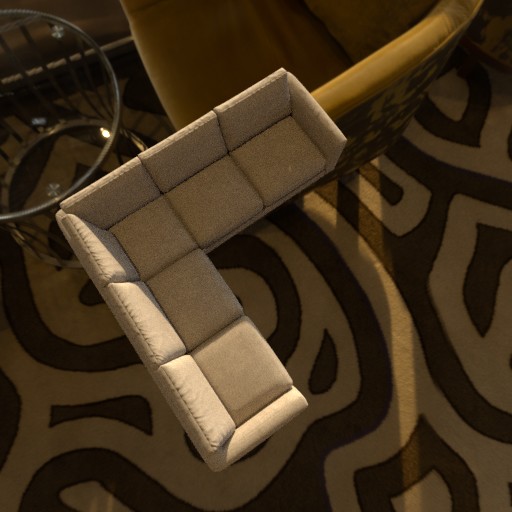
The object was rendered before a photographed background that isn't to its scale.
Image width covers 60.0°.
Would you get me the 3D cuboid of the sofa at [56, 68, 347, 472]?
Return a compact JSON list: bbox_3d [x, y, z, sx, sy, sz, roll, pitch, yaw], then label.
[{"bbox_3d":[0.000,0.000,3.781,2.438,0.864,2.438,-34,78,-8],"label":"sofa"}]
